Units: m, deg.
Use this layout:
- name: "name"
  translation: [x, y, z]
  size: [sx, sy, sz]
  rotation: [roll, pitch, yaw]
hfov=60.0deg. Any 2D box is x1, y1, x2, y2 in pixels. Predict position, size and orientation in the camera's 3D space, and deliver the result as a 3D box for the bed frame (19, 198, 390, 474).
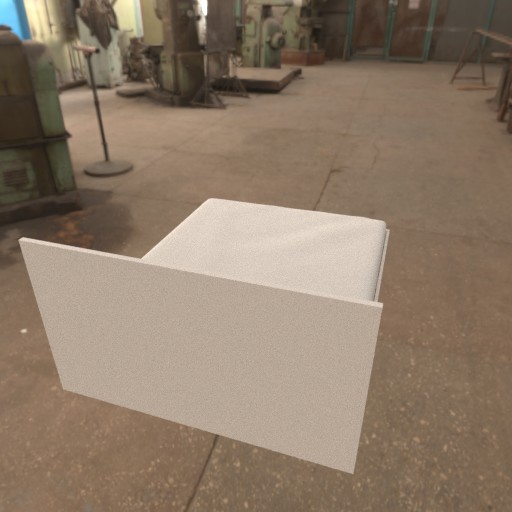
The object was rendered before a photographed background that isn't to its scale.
- name: "bed frame"
  translation: [0.000, 0.000, 3.012]
  size: [1.711, 1.001, 2.100]
  rotation: [9, 31, 16]
